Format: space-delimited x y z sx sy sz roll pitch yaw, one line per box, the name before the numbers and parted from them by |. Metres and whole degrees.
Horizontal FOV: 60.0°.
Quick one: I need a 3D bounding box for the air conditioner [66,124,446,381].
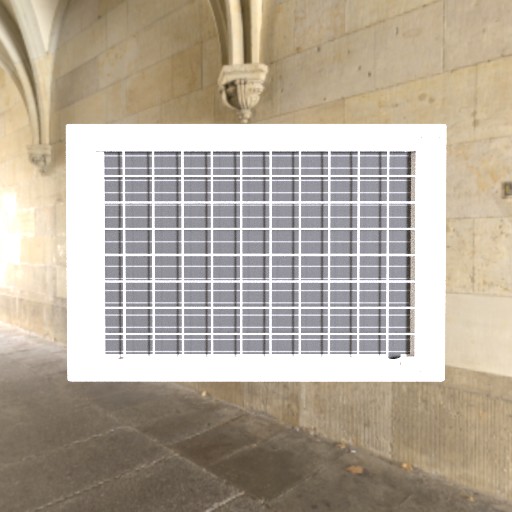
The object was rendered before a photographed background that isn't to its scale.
air conditioner | 0.000 0.000 1.046 0.645 0.455 0.599 0 1 0
